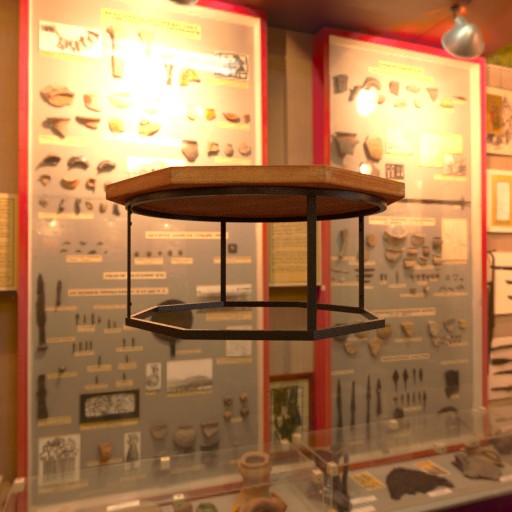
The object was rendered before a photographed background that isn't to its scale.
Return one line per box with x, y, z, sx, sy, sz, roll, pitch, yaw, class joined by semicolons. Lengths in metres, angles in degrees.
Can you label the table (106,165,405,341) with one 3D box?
0.000;0.000;1.559;1.002;0.444;1.002;0;0;0;table
